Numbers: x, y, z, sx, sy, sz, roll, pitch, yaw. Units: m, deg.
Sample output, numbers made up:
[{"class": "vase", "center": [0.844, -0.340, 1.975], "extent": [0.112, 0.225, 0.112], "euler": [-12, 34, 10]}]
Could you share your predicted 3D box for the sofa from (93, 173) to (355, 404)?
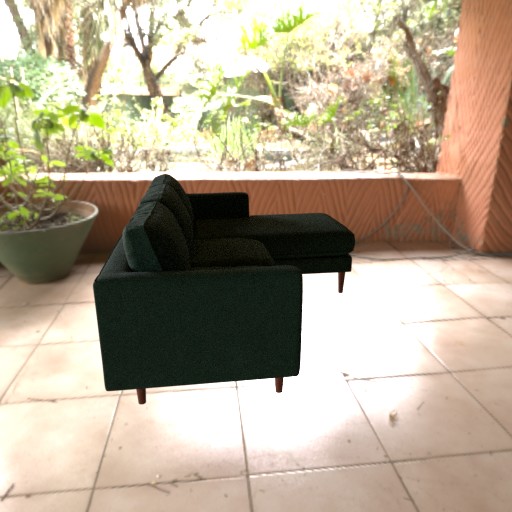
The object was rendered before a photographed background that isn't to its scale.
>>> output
[{"class": "sofa", "center": [0.000, 0.000, 2.865], "extent": [1.580, 0.899, 2.030], "euler": [-2, 18, -7]}]
